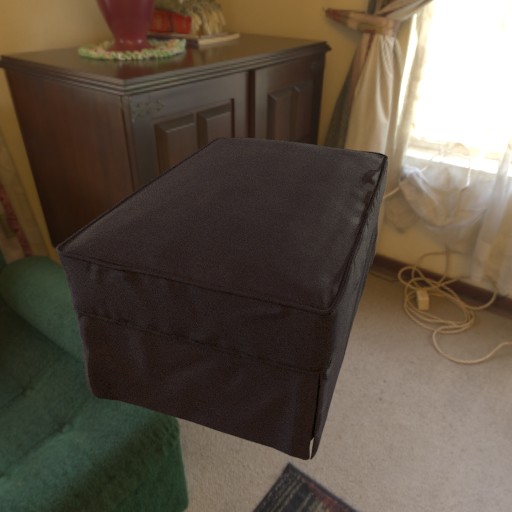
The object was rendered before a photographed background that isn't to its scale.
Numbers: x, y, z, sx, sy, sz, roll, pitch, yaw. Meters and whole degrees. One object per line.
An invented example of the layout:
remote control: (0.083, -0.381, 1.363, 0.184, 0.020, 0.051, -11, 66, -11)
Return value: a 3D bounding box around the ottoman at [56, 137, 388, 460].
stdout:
ottoman: (0.000, 0.000, 1.316, 0.637, 0.503, 0.938, 11, 33, 17)
